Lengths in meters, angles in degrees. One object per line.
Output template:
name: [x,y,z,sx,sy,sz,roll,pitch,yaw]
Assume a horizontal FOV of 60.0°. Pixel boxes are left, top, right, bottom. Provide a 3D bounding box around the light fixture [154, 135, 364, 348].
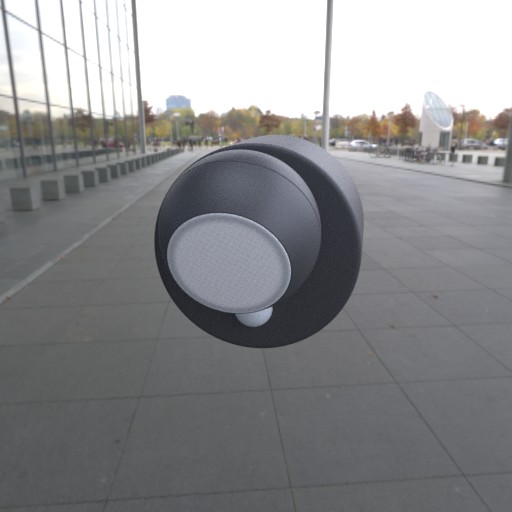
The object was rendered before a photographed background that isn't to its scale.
light fixture: [0.000,0.000,0.269,0.134,0.143,0.160,3,15,10]
